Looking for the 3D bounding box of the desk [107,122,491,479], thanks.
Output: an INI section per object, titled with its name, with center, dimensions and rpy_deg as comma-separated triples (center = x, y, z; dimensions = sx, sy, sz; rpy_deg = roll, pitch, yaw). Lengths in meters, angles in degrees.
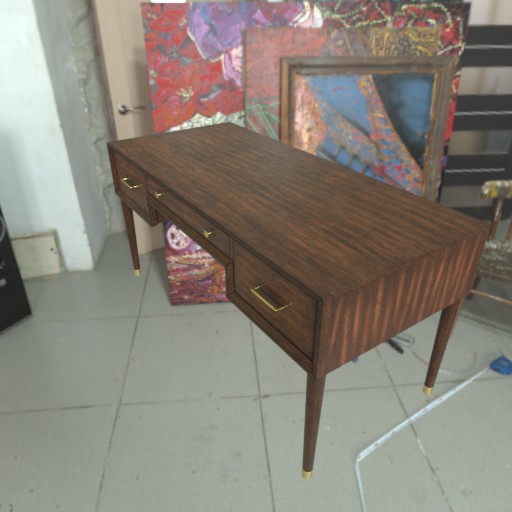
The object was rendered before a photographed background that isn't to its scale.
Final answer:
[desk]
center = 0.000, 0.000, 1.981
dimensions = 0.724, 0.762, 1.575
rpy_deg = -19, 36, -29
